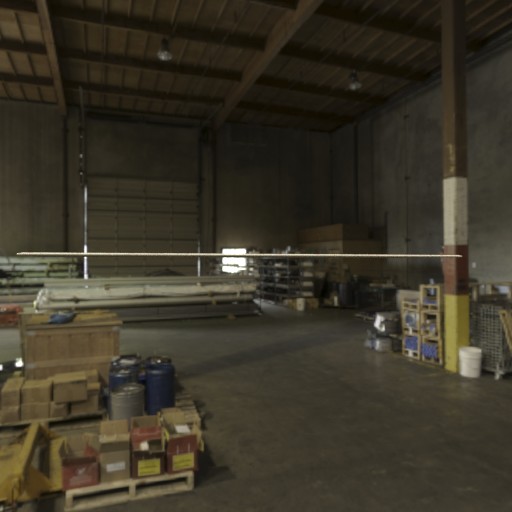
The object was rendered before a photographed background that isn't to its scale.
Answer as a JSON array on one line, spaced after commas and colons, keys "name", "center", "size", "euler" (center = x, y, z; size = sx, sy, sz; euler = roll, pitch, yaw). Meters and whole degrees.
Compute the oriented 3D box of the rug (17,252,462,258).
[{"name": "rug", "center": [0.000, 0.000, 2.387], "size": [2.196, 0.011, 0.662], "euler": [0, -1, -20]}]
